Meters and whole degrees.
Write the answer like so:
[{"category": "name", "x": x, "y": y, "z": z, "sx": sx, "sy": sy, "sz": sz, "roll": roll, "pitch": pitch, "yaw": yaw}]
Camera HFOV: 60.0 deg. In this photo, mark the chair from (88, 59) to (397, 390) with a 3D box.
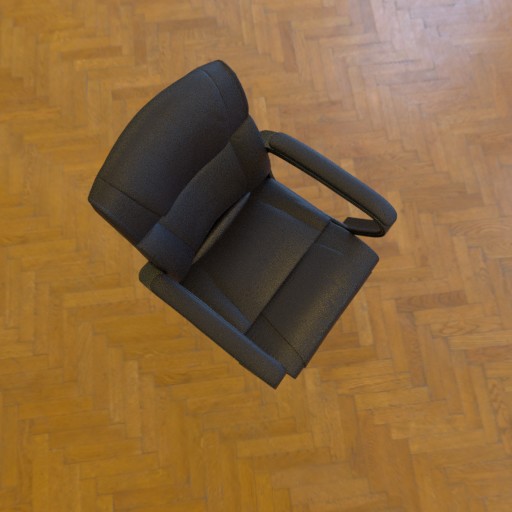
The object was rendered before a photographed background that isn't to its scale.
[{"category": "chair", "x": 0.000, "y": 0.000, "z": 1.369, "sx": 0.641, "sy": 0.998, "sz": 0.576, "roll": 36, "pitch": 78, "yaw": 9}]
